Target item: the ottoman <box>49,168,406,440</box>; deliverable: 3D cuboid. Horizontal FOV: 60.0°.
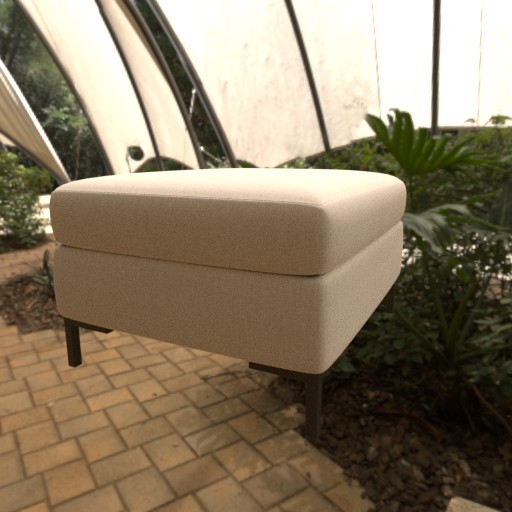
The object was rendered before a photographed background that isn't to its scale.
[{"bbox_3d":[0.000,0.000,1.187,0.657,0.453,0.794,6,14,26],"label":"ottoman"}]
